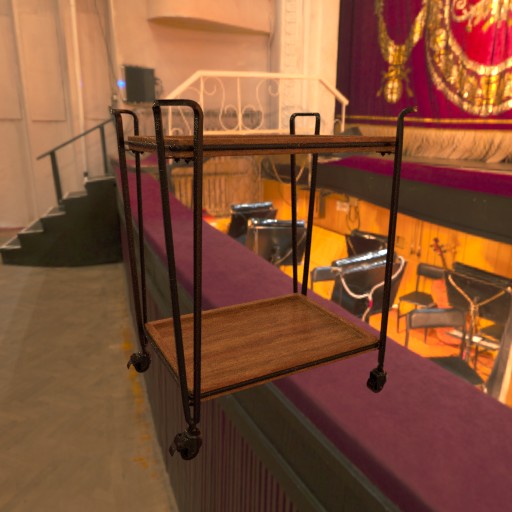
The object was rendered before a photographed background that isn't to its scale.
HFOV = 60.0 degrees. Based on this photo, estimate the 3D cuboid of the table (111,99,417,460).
[{"bbox_3d":[0.000,0.000,1.237,0.672,0.785,0.505,-8,18,-27],"label":"table"}]
